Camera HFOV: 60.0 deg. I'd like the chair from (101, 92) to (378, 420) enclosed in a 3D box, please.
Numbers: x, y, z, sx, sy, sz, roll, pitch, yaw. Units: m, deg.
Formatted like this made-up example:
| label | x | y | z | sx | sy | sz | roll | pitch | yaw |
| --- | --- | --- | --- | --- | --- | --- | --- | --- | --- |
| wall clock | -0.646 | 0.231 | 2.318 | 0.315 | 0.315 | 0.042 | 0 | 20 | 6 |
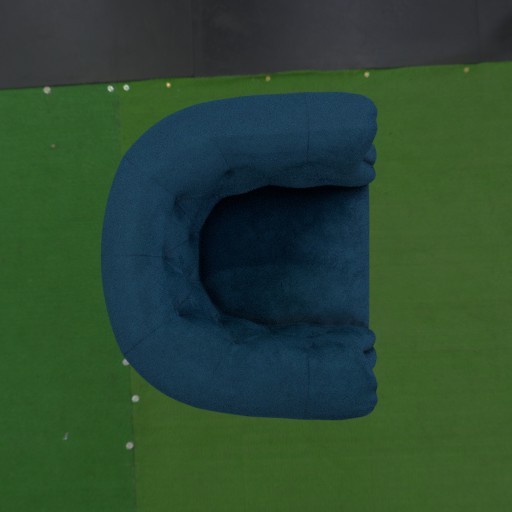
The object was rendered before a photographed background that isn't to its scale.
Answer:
| label | x | y | z | sx | sy | sz | roll | pitch | yaw |
| --- | --- | --- | --- | --- | --- | --- | --- | --- | --- |
| chair | 0.000 | 0.000 | 1.553 | 0.851 | 0.826 | 0.904 | 0 | 90 | 1 |
